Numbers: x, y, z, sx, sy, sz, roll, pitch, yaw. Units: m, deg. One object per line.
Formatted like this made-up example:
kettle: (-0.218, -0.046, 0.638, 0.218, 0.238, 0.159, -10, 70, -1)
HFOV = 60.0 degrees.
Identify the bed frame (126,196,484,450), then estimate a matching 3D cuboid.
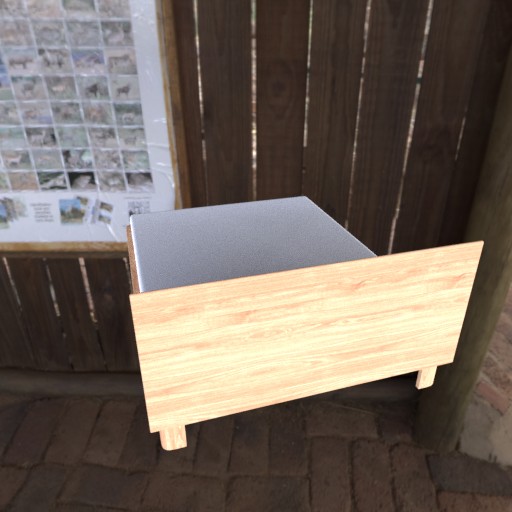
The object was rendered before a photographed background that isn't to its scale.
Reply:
bed frame: (0.000, 0.000, 3.024, 1.660, 0.940, 2.092, -8, 28, -15)
